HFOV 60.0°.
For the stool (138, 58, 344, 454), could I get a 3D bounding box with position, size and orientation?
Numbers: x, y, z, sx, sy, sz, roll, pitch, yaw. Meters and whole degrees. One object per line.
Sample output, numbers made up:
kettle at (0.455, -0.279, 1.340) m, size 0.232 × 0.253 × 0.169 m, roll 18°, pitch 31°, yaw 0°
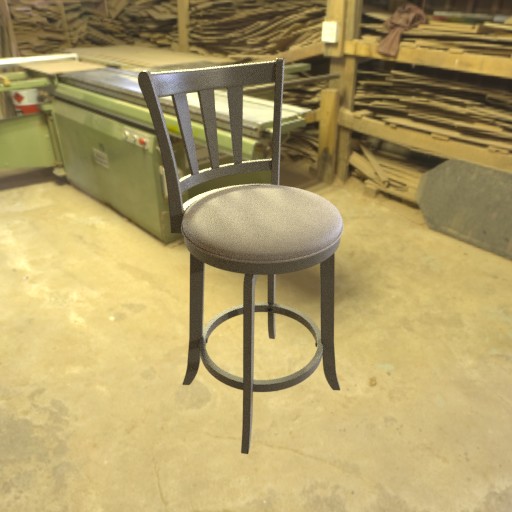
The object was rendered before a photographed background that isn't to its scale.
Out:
stool at (0.000, 0.000, 1.277) m, size 0.450 × 0.994 × 0.486 m, roll -22°, pitch 36°, yaw -32°
